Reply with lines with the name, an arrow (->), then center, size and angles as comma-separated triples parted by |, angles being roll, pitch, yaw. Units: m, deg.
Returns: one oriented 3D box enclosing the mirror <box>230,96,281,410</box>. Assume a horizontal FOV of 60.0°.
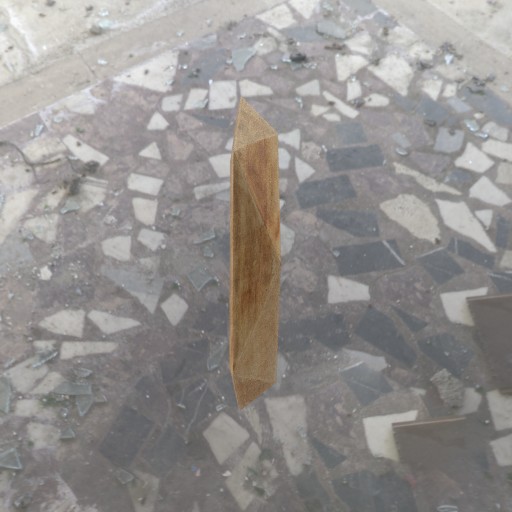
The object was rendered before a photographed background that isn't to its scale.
mirror -> 0.000, 0.000, 1.097 | 0.091, 0.779, 0.675 | 0, 63, 0
